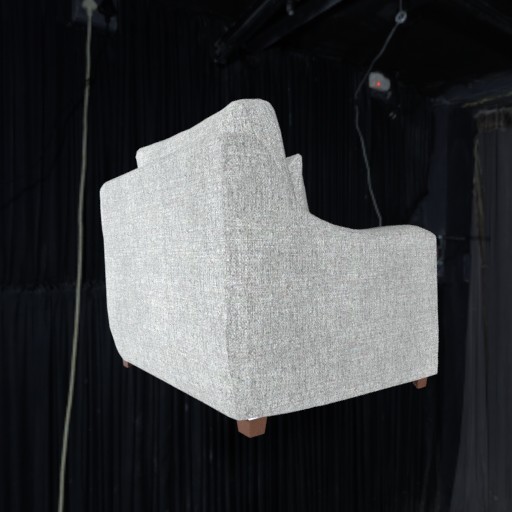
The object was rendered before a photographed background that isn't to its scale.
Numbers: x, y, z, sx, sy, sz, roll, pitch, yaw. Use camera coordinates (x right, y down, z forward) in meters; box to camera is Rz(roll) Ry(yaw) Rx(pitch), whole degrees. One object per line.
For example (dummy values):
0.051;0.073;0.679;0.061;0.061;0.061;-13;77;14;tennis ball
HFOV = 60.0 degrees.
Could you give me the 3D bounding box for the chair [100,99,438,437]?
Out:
0.000;0.000;1.909;1.009;1.037;1.138;0;0;-36;chair
